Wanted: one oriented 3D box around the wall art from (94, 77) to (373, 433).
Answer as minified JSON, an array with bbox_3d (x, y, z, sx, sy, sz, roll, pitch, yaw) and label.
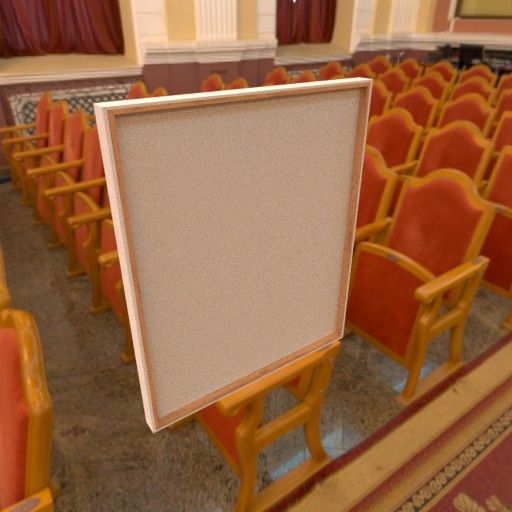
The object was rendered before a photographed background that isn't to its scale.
[{"bbox_3d":[0.000,0.000,0.853,0.508,0.606,0.037,-18,33,-30],"label":"wall art"}]
